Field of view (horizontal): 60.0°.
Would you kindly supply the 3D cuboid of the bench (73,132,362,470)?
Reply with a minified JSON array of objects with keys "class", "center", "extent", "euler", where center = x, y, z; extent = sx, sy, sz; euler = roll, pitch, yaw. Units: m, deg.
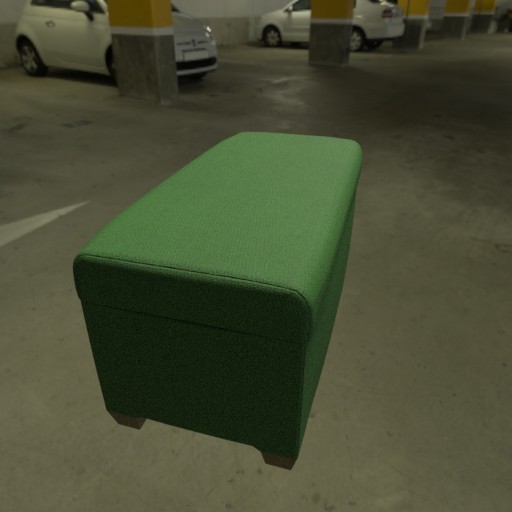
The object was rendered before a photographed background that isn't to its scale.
[{"class":"bench","center":[0.000,0.000,1.290],"extent":[0.505,0.501,0.989],"euler":[8,30,15]}]
